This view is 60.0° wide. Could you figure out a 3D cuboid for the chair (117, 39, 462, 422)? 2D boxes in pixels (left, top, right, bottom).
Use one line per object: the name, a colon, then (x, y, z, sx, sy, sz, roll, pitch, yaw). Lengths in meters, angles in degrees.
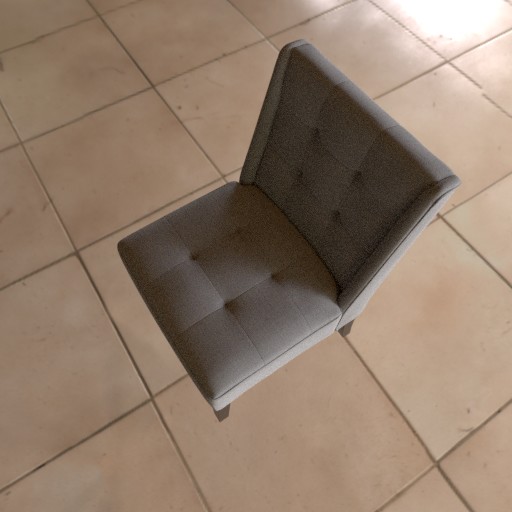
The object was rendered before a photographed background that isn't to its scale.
chair: (0.000, 0.000, 1.298, 0.676, 0.853, 0.569, -31, 66, -15)
